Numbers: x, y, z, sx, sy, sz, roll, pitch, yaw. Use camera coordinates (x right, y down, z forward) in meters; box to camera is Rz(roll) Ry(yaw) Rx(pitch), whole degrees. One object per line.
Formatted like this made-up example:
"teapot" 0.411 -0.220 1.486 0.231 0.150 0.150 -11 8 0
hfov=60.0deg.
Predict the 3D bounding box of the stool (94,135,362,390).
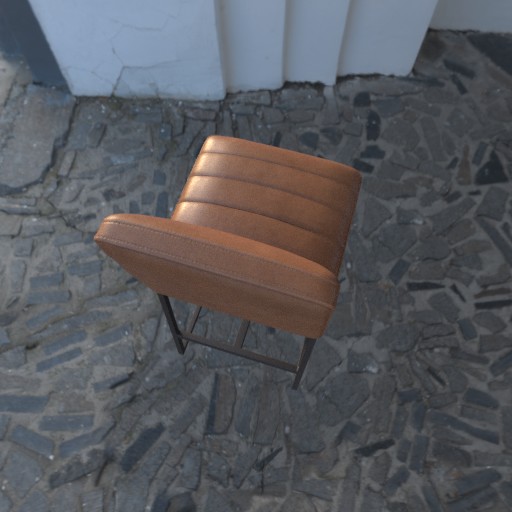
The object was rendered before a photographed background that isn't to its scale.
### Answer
"stool" 0.000 0.000 1.248 0.458 0.940 0.556 15 65 8
